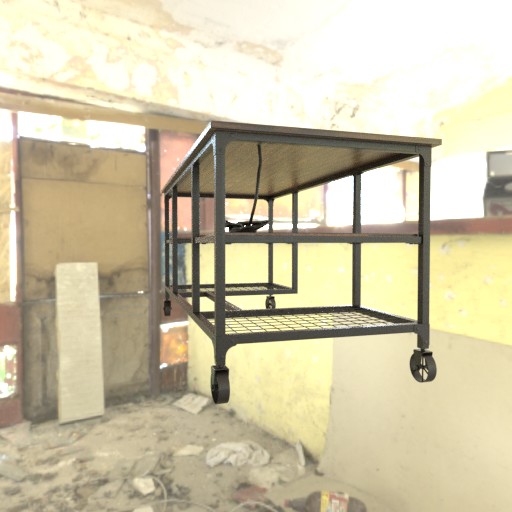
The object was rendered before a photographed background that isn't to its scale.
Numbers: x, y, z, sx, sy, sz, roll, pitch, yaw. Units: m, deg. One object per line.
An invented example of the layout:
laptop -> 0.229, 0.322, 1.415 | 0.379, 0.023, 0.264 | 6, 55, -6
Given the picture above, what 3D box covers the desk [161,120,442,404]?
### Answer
desk -> 0.000, 0.000, 2.001 | 0.711, 0.751, 1.590 | 0, 2, -17
